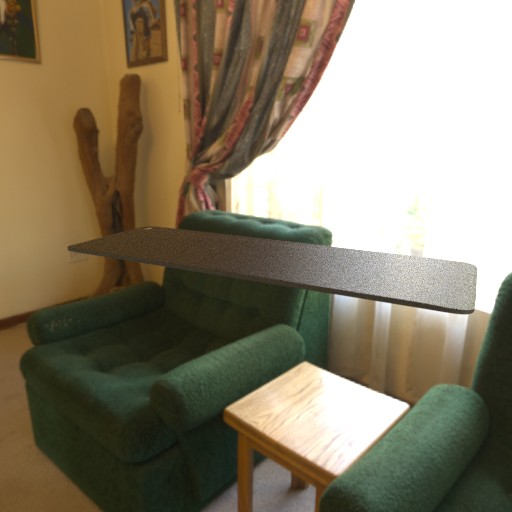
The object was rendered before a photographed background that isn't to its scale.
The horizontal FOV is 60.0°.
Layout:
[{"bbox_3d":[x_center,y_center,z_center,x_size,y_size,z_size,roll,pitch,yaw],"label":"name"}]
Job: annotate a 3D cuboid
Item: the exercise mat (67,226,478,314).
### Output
[{"bbox_3d":[0.000,0.000,2.077,1.869,0.021,0.616,8,17,26],"label":"exercise mat"}]
